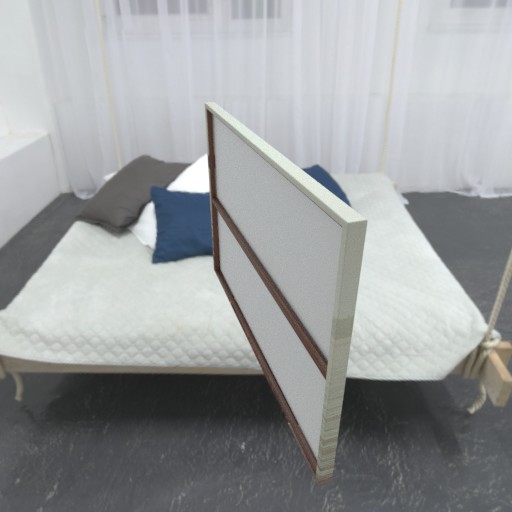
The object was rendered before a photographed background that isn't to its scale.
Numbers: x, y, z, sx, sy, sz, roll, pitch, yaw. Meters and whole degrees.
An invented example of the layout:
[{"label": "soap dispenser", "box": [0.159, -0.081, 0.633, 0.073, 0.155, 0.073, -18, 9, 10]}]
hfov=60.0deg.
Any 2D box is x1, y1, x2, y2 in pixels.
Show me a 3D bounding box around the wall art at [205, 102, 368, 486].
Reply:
[{"label": "wall art", "box": [0.000, 0.000, 1.450, 0.040, 0.765, 1.149, -9, 31, -16]}]
